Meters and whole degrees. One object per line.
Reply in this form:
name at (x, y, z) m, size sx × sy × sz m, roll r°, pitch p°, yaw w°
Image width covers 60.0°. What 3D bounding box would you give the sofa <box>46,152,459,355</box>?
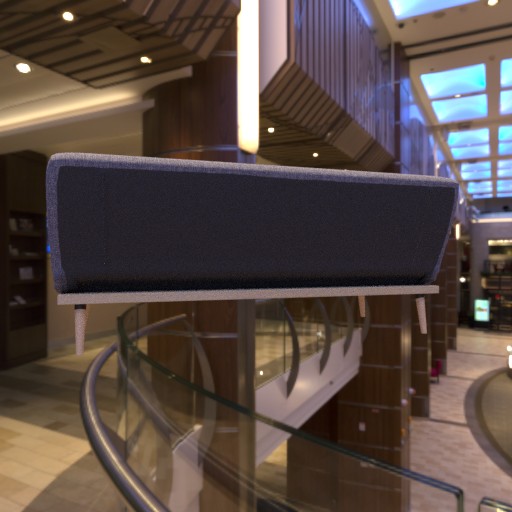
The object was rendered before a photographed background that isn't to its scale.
sofa at (0.000, 0.000, 2.210) m, size 1.820 × 0.770 × 0.820 m, roll 0°, pitch 0°, yaw -18°
